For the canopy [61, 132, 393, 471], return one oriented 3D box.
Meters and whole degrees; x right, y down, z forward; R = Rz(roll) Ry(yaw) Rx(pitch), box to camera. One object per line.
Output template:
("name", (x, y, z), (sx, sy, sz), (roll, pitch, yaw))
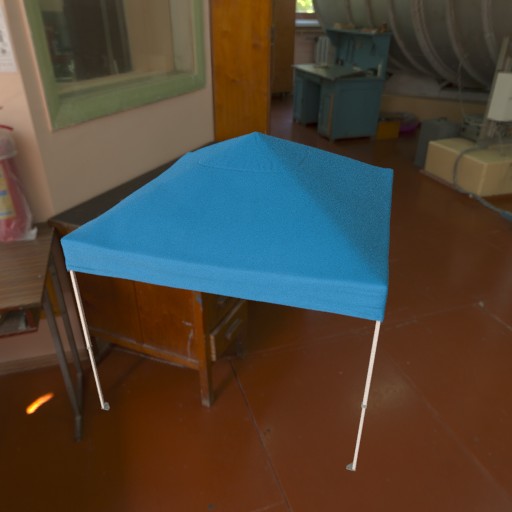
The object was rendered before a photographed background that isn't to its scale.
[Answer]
("canopy", (0.000, 0.000, 5.401), (2.998, 2.997, 2.996), (8, 30, 14))
